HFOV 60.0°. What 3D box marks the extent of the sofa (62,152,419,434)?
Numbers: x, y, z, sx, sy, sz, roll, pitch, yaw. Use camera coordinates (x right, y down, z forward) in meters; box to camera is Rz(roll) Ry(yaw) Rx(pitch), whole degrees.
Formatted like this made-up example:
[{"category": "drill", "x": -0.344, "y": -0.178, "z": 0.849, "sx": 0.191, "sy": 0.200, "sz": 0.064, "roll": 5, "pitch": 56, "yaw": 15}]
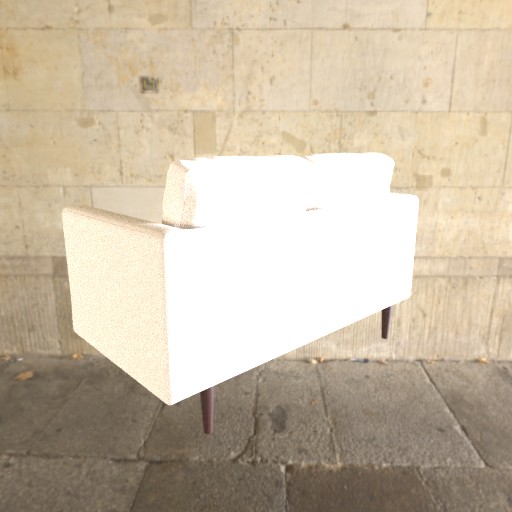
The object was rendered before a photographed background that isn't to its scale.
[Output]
[{"category": "sofa", "x": 0.000, "y": 0.000, "z": 2.004, "sx": 1.430, "sy": 0.908, "sz": 0.796, "roll": -13, "pitch": 19, "yaw": -41}]
